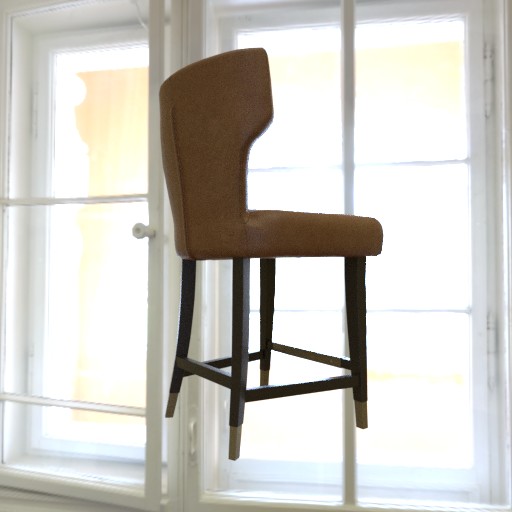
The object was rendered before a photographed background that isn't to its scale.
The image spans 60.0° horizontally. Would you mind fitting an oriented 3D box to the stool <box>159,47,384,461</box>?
[{"bbox_3d":[0.000,0.000,1.332,0.563,0.982,0.526,1,-1,-36],"label":"stool"}]
